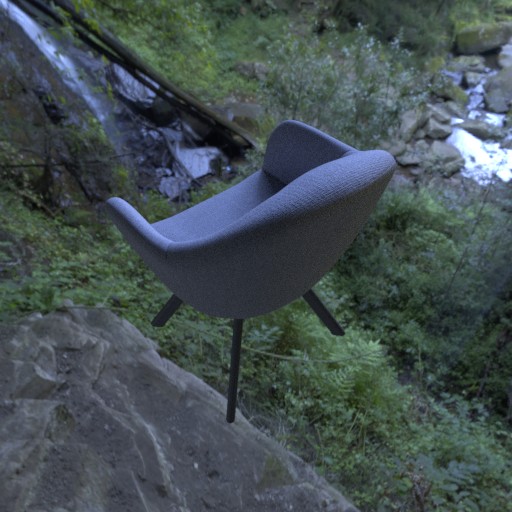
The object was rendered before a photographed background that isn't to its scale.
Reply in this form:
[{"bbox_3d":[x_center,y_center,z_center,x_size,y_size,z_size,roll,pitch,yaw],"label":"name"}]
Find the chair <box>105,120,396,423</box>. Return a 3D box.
[{"bbox_3d":[0.000,0.000,1.194,0.590,0.795,0.550,-31,54,-26],"label":"chair"}]
